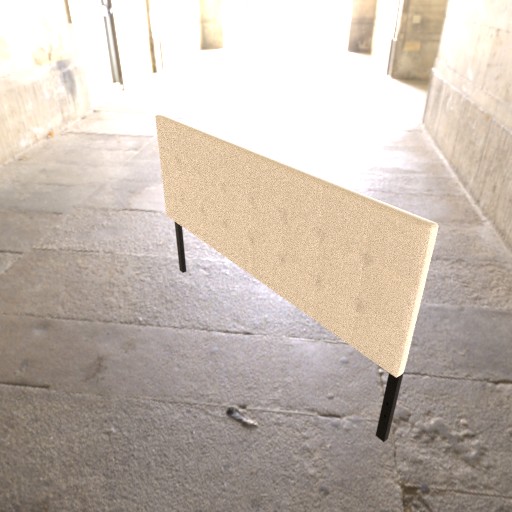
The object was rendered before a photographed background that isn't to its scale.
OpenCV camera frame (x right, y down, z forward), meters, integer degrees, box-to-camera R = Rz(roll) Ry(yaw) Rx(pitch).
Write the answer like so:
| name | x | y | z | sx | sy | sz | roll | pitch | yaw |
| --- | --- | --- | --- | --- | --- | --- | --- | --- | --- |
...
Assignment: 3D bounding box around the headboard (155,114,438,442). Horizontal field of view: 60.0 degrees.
| name | x | y | z | sx | sy | sz | roll | pitch | yaw |
| --- | --- | --- | --- | --- | --- | --- | --- | --- | --- |
| headboard | 0.000 | 0.000 | 2.933 | 0.120 | 1.410 | 2.362 | -22 | 38 | -32 |
